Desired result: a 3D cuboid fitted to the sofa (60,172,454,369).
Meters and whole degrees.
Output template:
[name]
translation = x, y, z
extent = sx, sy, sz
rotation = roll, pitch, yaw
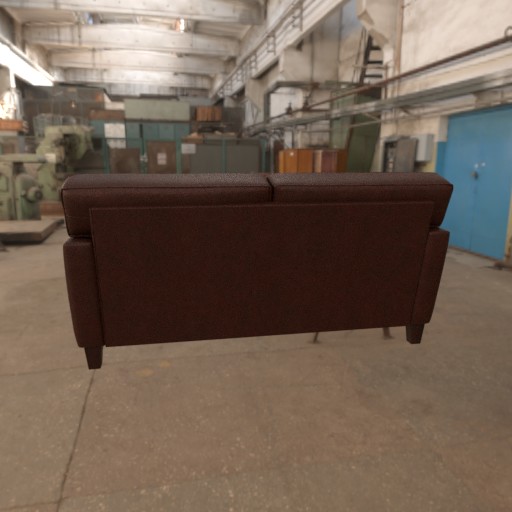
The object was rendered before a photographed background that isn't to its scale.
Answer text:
[sofa]
translation = 0.000, 0.000, 2.467
extent = 1.876, 0.928, 0.912
rotation = -2, 12, -10
